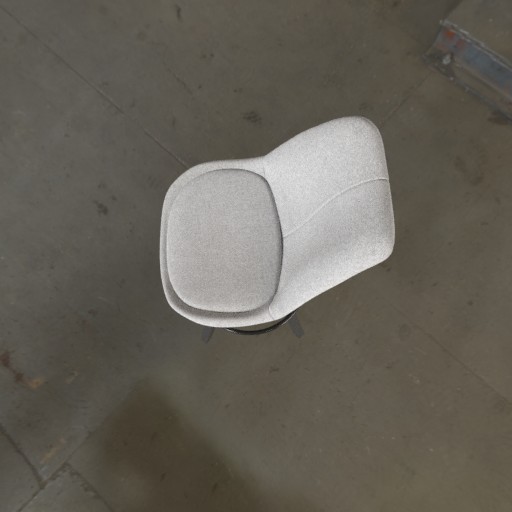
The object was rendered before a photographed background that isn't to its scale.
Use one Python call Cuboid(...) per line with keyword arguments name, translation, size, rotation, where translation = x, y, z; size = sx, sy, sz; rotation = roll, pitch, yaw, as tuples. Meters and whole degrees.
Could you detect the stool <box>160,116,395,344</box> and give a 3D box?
Cuboid(name="stool", translation=(0.000, 0.000, 1.418), size=(0.550, 1.115, 0.485), rotation=(-3, 75, -1))
